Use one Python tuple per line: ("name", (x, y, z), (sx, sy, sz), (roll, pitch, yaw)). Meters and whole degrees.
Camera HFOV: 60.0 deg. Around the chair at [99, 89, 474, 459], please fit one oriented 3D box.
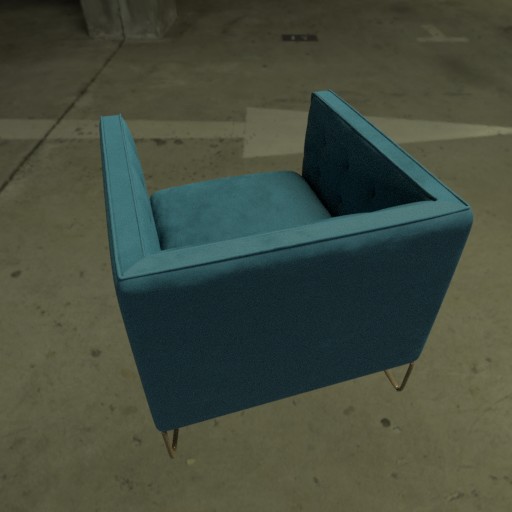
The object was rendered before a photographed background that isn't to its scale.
("chair", (0.000, 0.000, 1.535), (0.880, 0.790, 0.894), (-11, 42, -13))
